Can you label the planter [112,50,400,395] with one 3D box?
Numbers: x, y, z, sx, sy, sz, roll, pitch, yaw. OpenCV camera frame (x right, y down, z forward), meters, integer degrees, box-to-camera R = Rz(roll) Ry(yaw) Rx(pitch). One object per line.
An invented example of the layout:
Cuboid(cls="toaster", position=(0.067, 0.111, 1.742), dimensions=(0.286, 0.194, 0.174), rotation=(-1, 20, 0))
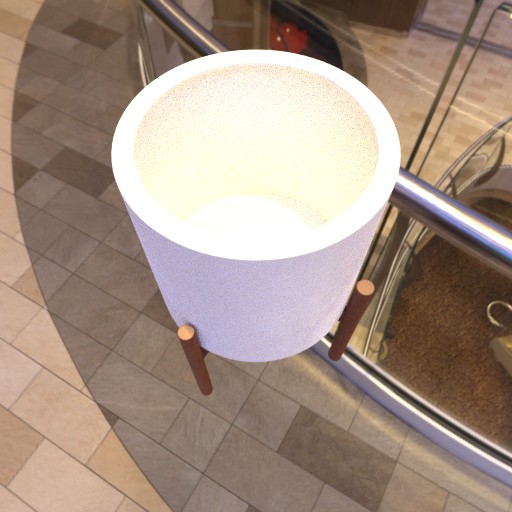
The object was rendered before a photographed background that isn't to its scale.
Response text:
Cuboid(cls="planter", position=(0.000, 0.000, 0.933), dimensions=(0.417, 0.670, 0.417), rotation=(-14, 60, -8))
